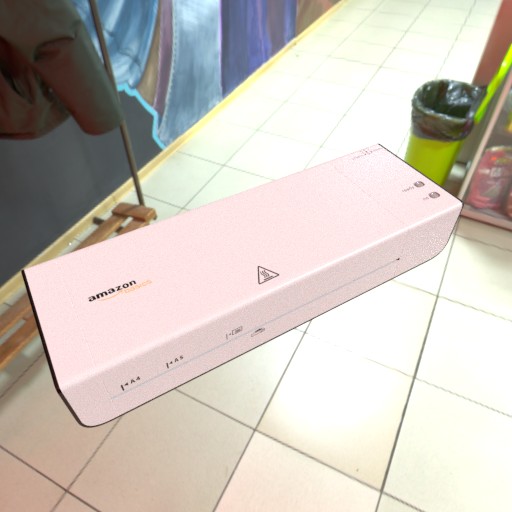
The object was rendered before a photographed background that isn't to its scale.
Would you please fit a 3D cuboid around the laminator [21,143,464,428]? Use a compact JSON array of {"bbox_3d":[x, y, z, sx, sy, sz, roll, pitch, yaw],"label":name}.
[{"bbox_3d":[0.000,0.000,0.375,0.340,0.062,0.123,-23,50,-21],"label":"laminator"}]
